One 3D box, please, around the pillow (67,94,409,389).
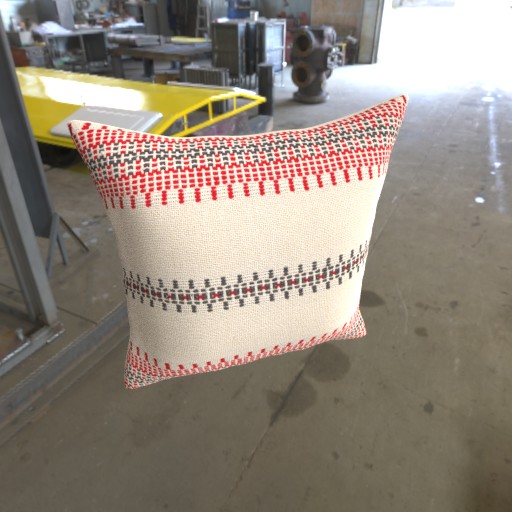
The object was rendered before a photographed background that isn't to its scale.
[{"bbox_3d":[0.000,0.000,0.694,0.463,0.454,0.160,-9,33,-15],"label":"pillow"}]
